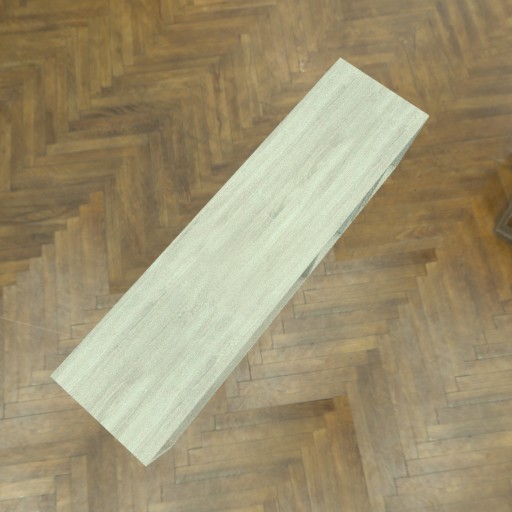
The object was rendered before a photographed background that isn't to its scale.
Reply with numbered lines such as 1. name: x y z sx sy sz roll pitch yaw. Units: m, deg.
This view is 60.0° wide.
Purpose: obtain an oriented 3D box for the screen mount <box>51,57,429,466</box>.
1. screen mount: 0.000 0.000 1.724 0.400 0.510 1.500 38 77 10
